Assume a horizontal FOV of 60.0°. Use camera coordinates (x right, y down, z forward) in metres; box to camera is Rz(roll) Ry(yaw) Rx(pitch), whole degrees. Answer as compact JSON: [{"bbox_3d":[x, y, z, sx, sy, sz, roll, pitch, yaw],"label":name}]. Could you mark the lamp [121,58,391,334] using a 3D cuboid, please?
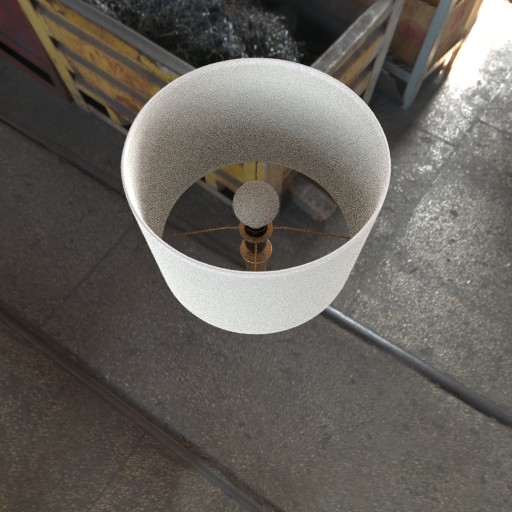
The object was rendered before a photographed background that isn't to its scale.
[{"bbox_3d":[0.000,0.000,0.658,0.268,0.479,0.268,0,64,0],"label":"lamp"}]
